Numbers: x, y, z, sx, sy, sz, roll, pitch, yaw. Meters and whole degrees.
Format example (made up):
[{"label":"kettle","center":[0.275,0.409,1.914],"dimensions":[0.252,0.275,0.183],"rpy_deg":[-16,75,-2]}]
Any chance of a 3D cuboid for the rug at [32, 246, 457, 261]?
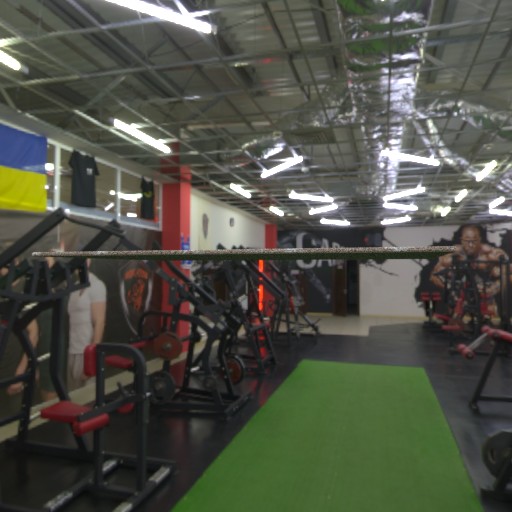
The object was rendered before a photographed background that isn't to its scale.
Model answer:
[{"label":"rug","center":[0.000,0.000,3.522],"dimensions":[2.743,0.030,1.778],"rpy_deg":[-1,-2,18]}]
